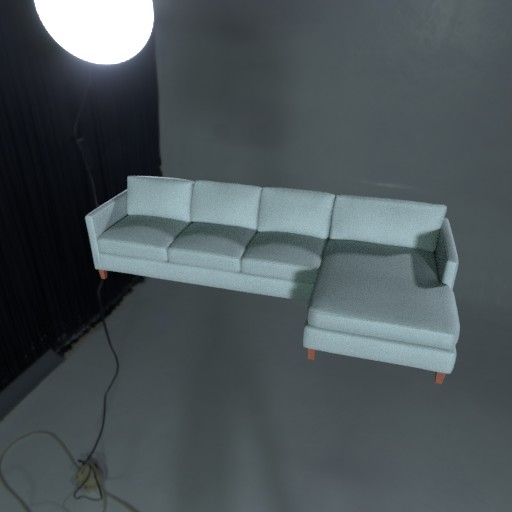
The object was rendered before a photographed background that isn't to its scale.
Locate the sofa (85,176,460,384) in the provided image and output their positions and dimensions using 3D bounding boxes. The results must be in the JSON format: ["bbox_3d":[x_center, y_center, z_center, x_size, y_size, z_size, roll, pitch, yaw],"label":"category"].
[{"bbox_3d":[0.000,0.000,4.154,3.471,0.950,1.604,8,29,14],"label":"sofa"}]
